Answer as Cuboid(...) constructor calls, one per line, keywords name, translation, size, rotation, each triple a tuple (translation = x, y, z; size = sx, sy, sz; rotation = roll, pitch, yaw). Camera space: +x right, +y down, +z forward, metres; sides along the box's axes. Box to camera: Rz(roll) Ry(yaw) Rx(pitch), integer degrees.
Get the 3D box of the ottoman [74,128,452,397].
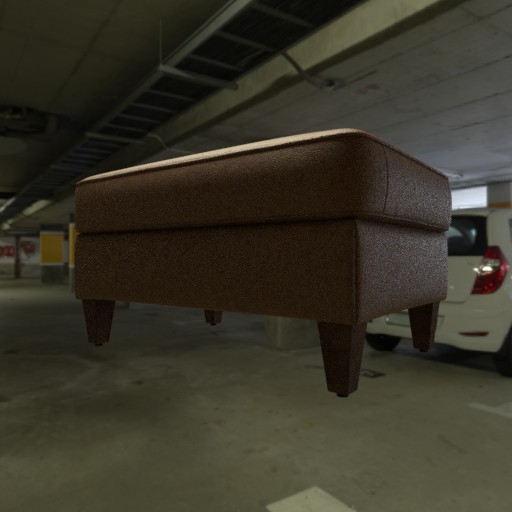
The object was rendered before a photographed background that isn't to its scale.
Cuboid(name="ottoman", translation=(0.000, 0.000, 1.159), size=(0.864, 0.483, 0.584), rotation=(0, 0, 37))
